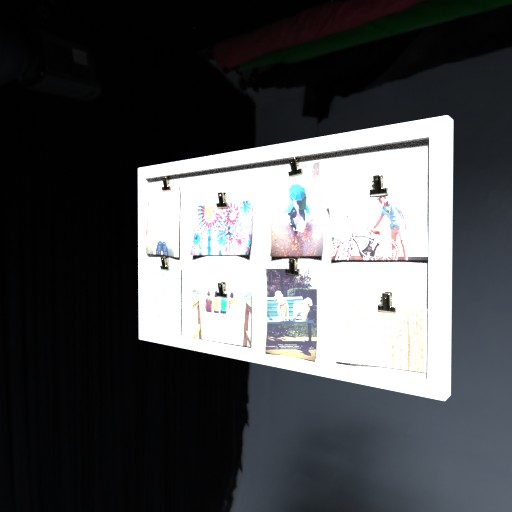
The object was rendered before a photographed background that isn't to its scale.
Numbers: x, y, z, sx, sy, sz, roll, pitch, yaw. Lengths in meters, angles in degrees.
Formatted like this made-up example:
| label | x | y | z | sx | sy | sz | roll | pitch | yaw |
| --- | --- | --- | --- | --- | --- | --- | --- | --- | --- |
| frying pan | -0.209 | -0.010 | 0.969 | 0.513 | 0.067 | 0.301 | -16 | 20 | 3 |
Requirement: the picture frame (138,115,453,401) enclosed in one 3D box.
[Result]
| label | x | y | z | sx | sy | sz | roll | pitch | yaw |
| --- | --- | --- | --- | --- | --- | --- | --- | --- | --- |
| picture frame | 0.000 | 0.000 | 0.788 | 0.647 | 0.379 | 0.044 | 1 | 2 | 38 |
